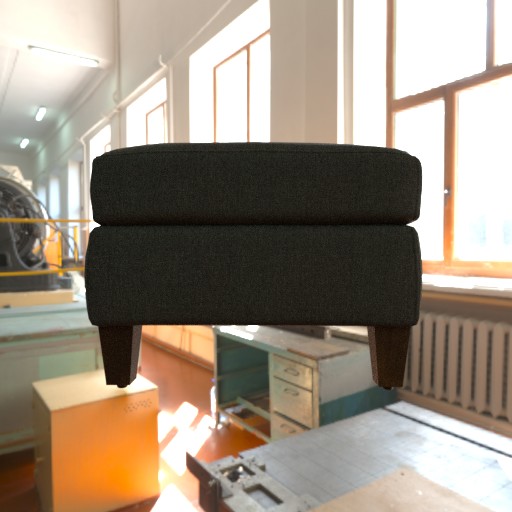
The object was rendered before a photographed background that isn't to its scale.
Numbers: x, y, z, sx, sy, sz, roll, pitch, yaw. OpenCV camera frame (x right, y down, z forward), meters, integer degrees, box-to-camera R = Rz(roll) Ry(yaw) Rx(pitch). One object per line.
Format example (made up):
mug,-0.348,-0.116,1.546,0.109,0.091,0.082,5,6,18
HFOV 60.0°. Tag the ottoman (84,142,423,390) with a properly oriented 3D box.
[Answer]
ottoman,0.000,0.000,1.203,0.639,0.496,0.826,0,1,1
